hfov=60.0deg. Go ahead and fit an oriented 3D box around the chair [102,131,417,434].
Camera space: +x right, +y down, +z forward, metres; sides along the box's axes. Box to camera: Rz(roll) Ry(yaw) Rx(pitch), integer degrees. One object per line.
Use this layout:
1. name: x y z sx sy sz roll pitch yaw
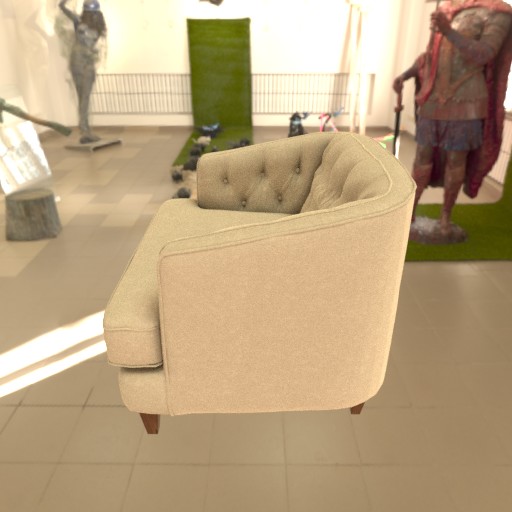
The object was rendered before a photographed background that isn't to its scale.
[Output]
1. chair: 0.000 0.000 1.753 0.941 0.852 1.104 0 27 0
